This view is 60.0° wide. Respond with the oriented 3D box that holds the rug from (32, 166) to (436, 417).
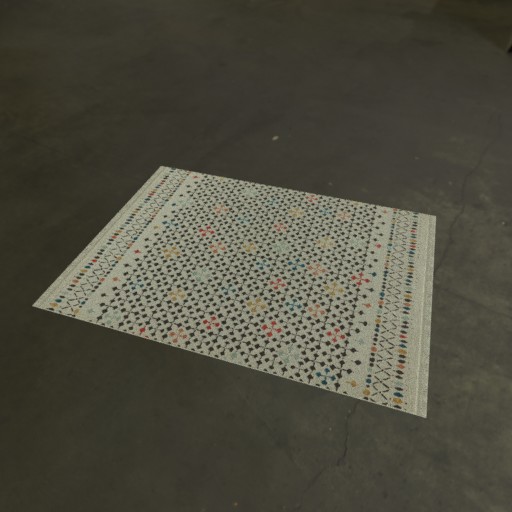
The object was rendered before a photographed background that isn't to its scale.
[{"bbox_3d":[0.000,0.000,4.188,3.196,0.007,2.354,13,44,13],"label":"rug"}]
